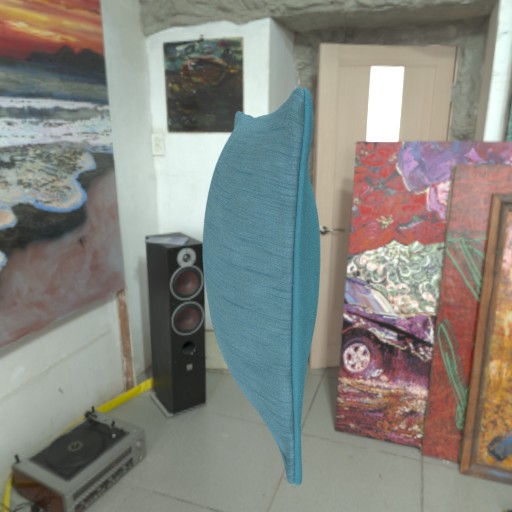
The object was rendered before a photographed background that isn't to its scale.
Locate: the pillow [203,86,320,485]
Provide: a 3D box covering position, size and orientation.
[{"bbox_3d":[0.000,0.000,0.633,0.151,0.415,0.433,-3,16,-9],"label":"pillow"}]
